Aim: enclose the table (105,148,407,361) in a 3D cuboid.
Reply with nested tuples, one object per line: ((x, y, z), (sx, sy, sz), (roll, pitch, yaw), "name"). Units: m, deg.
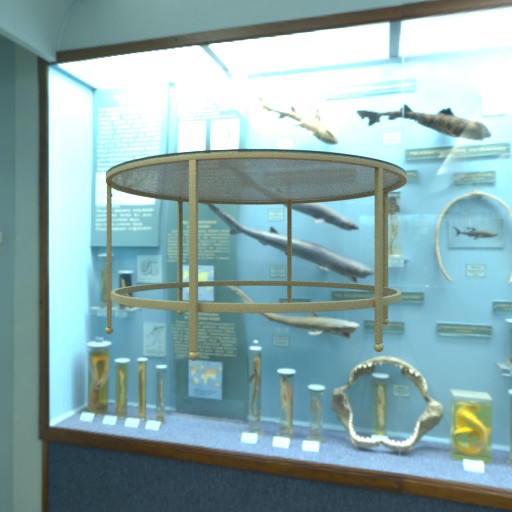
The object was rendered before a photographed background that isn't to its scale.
((0.000, 0.000, 1.420), (0.914, 0.470, 0.914), (0, 0, 0), "table")
